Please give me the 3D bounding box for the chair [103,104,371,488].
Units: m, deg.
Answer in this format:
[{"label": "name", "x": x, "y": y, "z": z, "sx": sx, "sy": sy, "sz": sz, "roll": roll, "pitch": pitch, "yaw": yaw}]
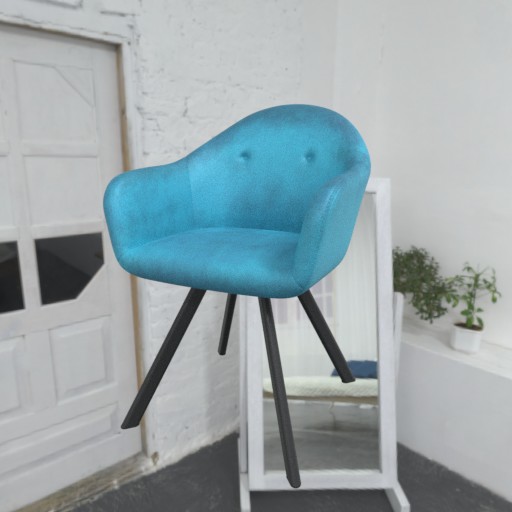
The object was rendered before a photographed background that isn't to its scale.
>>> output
[{"label": "chair", "x": 0.000, "y": 0.000, "z": 1.134, "sx": 0.540, "sy": 0.780, "sz": 0.570, "roll": 6, "pitch": 15, "yaw": 25}]
